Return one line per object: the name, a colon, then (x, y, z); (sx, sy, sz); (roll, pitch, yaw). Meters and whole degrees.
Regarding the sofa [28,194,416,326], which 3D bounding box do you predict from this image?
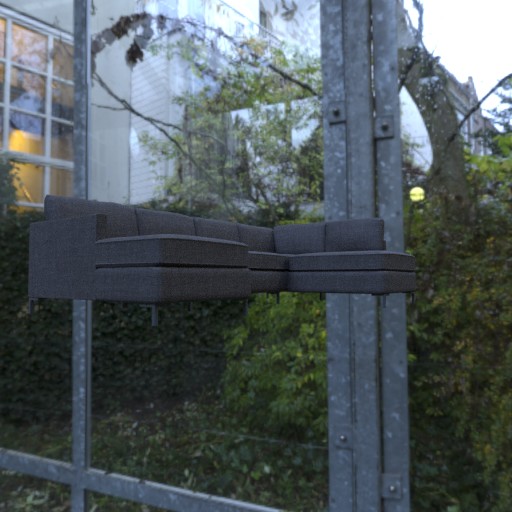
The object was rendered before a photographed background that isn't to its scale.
sofa: (0.000, 0.000, 4.285); (2.048, 0.999, 3.423); (-2, -4, 36)
